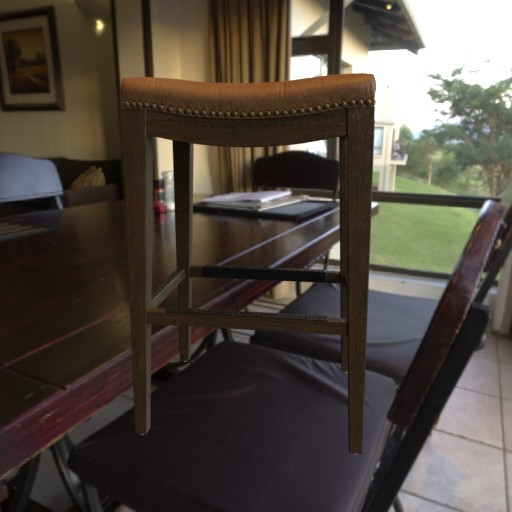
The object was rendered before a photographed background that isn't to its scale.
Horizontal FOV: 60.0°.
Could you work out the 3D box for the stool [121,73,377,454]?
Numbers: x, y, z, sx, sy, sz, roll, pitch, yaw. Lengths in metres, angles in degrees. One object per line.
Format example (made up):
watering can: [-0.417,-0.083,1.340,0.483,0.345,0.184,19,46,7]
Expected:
stool: [0.000,0.000,1.037,0.500,0.759,0.361,2,15,7]
